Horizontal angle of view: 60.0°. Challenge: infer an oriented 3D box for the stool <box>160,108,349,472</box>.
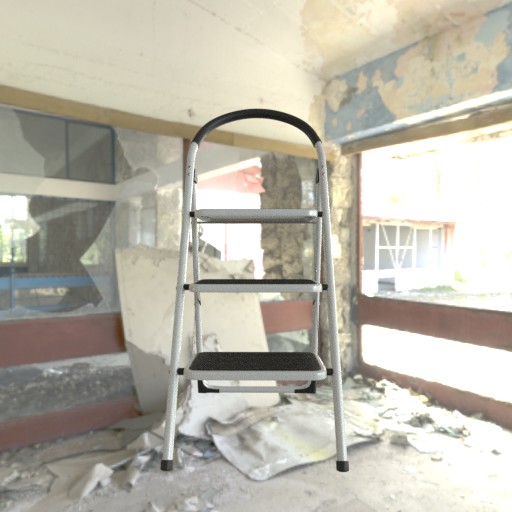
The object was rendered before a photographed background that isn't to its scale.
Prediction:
[{"bbox_3d":[0.000,0.000,1.456,0.485,1.109,0.676,0,0,1],"label":"stool"}]
